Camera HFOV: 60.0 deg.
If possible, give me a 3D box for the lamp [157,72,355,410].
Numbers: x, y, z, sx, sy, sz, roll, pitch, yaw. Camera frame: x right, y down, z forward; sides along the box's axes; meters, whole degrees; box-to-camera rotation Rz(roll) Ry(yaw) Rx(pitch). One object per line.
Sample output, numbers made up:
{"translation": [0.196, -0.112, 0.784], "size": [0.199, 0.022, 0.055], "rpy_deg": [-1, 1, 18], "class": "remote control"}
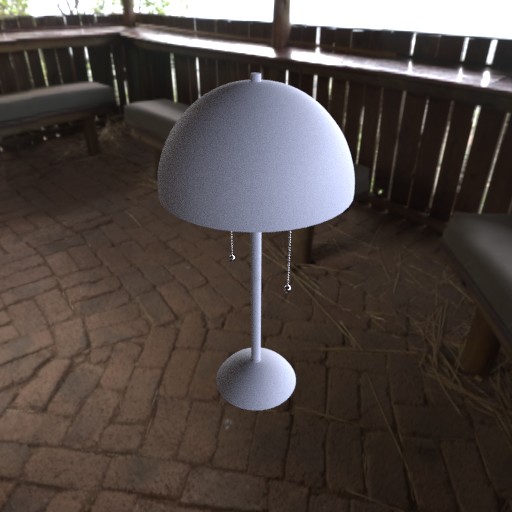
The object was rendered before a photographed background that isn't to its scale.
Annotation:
{"translation": [0.000, 0.000, 0.429], "size": [0.171, 0.330, 0.171], "rpy_deg": [0, 31, 0], "class": "lamp"}
